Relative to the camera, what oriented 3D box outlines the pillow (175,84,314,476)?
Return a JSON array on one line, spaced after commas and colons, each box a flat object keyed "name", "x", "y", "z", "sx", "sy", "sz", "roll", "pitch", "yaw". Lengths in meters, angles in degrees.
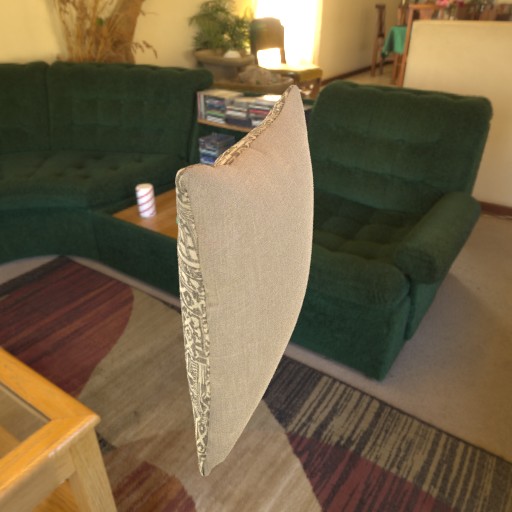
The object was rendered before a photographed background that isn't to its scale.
[{"name": "pillow", "x": 0.000, "y": 0.000, "z": 0.773, "sx": 0.180, "sy": 0.487, "sz": 0.546, "roll": 8, "pitch": 31, "yaw": 14}]
